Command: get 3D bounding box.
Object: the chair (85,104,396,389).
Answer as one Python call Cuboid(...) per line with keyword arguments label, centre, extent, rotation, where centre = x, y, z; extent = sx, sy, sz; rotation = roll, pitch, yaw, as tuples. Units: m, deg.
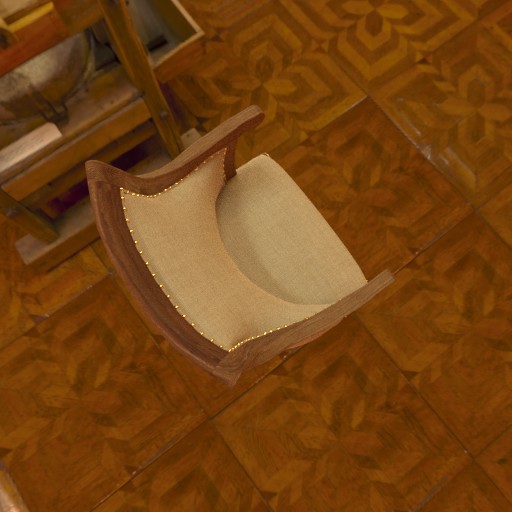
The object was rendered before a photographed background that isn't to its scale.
Cuboid(label="chair", centre=(0.000, 0.000, 1.456), extent=(0.689, 0.965, 0.656), rotation=(-34, 78, -9))
